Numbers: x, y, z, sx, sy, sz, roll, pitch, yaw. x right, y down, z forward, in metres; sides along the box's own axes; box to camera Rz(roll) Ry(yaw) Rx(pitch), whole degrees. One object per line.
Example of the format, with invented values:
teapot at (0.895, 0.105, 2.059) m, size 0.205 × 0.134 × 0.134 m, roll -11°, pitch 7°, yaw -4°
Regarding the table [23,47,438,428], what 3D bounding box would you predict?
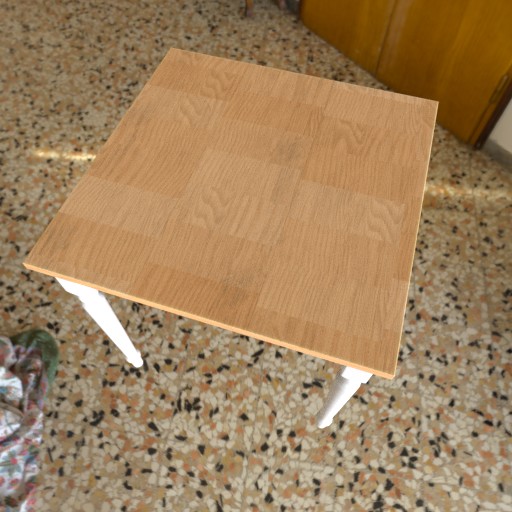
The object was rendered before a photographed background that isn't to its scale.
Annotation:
table at (0.000, 0.000, 1.330) m, size 0.747 × 0.738 × 0.747 m, roll 15°, pitch 60°, yaw 9°
